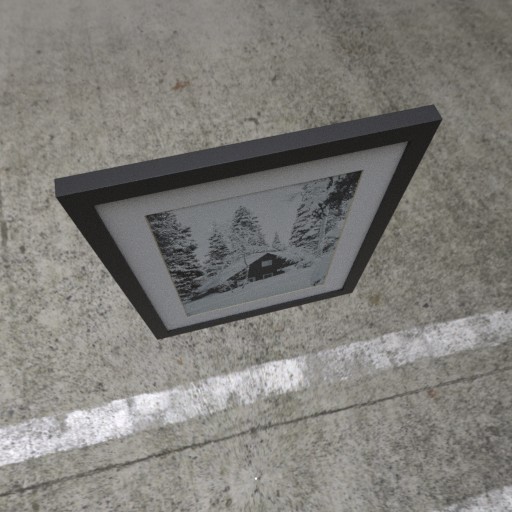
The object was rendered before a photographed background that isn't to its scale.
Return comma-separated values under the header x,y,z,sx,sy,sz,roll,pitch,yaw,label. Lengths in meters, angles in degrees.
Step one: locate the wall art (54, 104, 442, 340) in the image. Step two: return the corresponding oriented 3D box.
x,y,z,sx,sy,sz,roll,pitch,yaw,label
0.000,0.000,0.542,0.325,0.397,0.018,-13,64,-6,wall art
